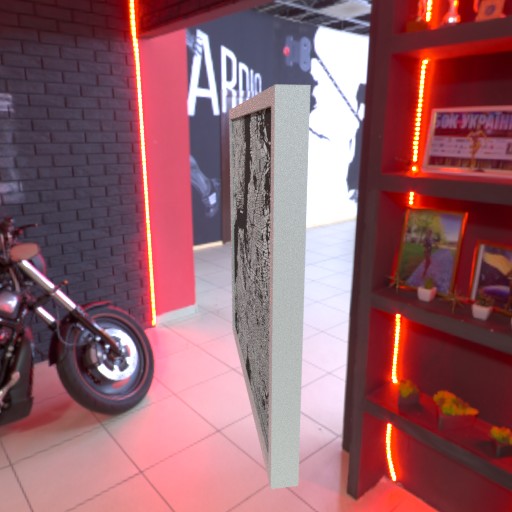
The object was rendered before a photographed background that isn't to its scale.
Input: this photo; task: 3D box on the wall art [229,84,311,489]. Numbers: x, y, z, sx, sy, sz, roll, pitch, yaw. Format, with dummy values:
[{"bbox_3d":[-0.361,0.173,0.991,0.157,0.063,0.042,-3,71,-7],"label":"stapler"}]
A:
[{"bbox_3d":[0.000,0.000,0.768,0.038,0.506,0.506,-2,16,-8],"label":"wall art"}]
